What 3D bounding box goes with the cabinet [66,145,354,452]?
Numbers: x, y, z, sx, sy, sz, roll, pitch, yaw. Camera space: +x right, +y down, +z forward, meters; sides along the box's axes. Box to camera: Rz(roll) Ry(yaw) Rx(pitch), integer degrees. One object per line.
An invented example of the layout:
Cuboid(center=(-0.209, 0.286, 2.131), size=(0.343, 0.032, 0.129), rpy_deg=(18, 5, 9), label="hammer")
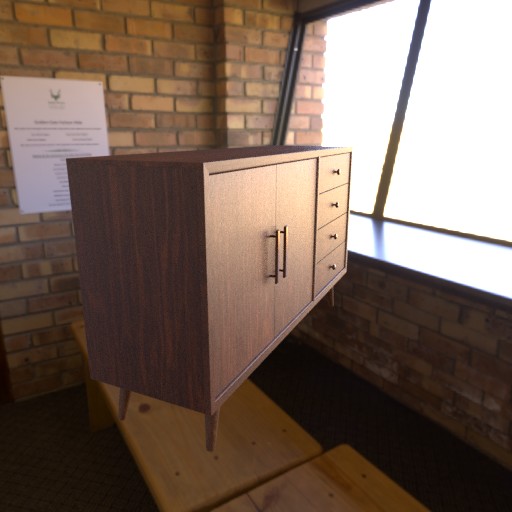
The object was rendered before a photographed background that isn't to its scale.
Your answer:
Cuboid(center=(0.000, 0.000, 2.029), size=(0.505, 0.940, 1.575), rpy_deg=(7, 17, 25), label="cabinet")
